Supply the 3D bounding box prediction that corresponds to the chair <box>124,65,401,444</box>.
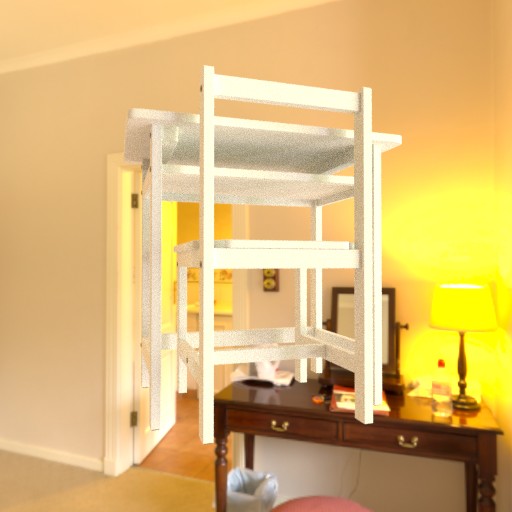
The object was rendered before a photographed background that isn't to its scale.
[{"bbox_3d":[0.000,0.000,1.054,0.599,0.673,0.461,0,-1,-18],"label":"chair"}]
